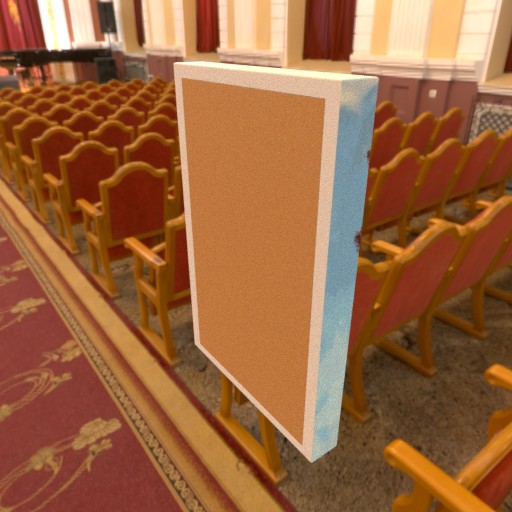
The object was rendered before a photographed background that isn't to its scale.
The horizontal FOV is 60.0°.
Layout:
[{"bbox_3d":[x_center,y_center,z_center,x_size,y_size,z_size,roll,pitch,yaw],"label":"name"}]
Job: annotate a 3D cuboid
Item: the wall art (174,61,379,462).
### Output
[{"bbox_3d":[0.000,0.000,0.485,0.039,0.380,0.251,-18,32,-32],"label":"wall art"}]
